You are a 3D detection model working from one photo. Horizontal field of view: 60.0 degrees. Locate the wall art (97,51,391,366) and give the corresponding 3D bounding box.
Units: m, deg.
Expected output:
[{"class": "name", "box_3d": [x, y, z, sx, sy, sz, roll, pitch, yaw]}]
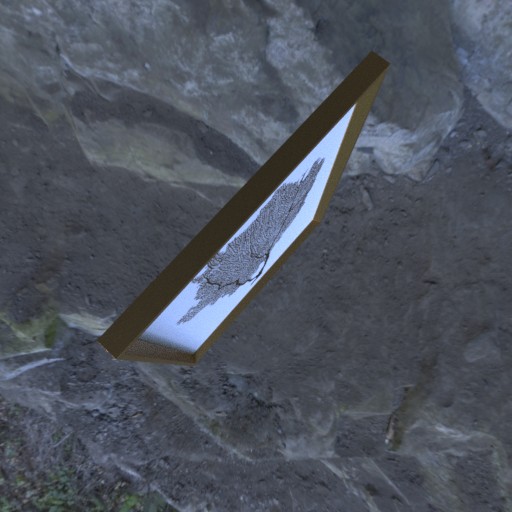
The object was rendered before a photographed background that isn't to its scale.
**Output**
[{"class": "wall art", "box_3d": [0.000, 0.000, 1.019, 0.038, 0.762, 0.610, 40, 79, 10]}]
